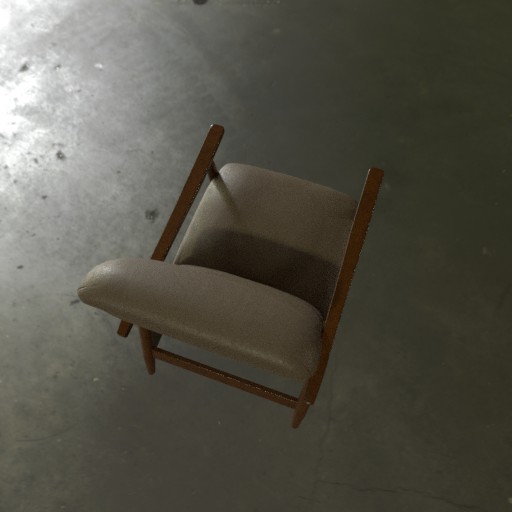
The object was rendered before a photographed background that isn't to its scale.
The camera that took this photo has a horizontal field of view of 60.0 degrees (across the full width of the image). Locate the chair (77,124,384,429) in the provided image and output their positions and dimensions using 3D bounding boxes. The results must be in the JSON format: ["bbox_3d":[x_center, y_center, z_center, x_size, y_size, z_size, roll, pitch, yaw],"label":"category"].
[{"bbox_3d":[0.000,0.000,1.732,0.762,1.082,1.014,18,64,9],"label":"chair"}]
